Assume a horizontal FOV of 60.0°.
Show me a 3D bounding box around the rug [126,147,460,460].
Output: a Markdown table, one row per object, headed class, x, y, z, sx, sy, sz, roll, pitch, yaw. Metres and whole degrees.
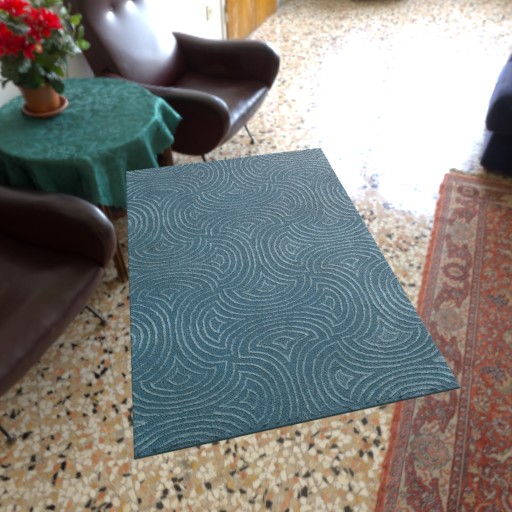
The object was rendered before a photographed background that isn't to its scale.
| class | x | y | z | sx | sy | sz | roll | pitch | yaw |
| --- | --- | --- | --- | --- | --- | --- | --- | --- | --- |
| rug | 0.000 | 0.000 | 2.741 | 1.543 | 0.015 | 2.144 | -9 | 47 | -9 |
